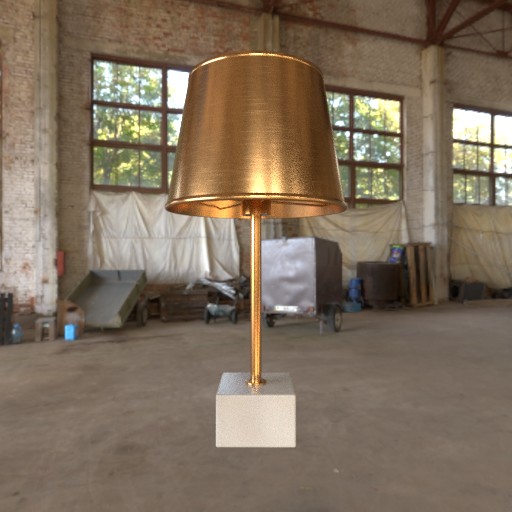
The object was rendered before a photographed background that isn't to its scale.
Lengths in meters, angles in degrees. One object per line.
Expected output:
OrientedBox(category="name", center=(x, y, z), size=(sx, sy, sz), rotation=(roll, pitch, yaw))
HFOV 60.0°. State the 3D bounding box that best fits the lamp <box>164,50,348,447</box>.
OrientedBox(category="lamp", center=(0.000, 0.000, 0.515), size=(0.208, 0.406, 0.208), rotation=(0, 0, 0))
